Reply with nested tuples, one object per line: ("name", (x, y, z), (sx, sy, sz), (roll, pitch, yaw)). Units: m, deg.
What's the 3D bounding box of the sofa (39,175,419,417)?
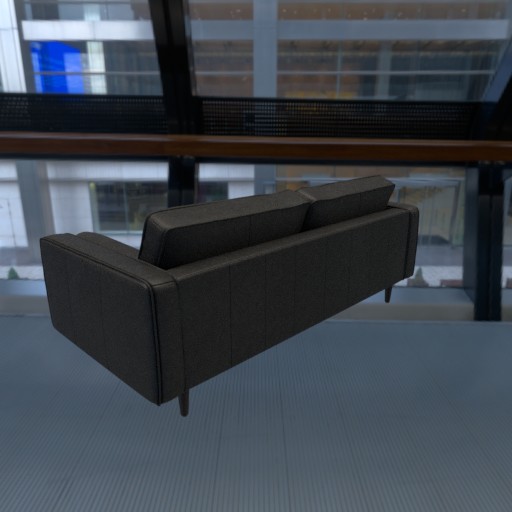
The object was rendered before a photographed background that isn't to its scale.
("sofa", (0.000, 0.000, 2.336), (0.921, 0.770, 1.879), (16, 23, 42))
